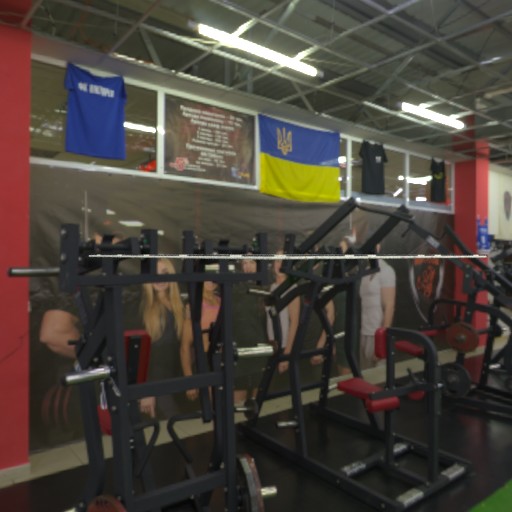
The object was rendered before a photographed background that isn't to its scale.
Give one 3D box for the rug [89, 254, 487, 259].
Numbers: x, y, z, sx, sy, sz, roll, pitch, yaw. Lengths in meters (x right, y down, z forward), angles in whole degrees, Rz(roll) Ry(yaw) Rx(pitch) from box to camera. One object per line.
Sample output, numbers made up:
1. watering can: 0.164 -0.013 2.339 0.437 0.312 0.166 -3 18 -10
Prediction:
1. rug: 0.000 0.000 2.967 1.555 0.016 2.286 0 0 -36
